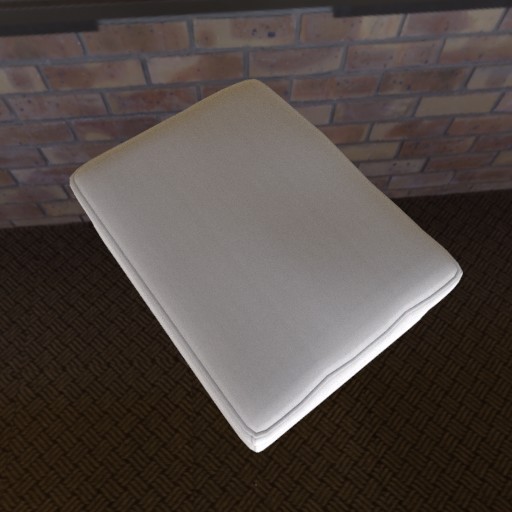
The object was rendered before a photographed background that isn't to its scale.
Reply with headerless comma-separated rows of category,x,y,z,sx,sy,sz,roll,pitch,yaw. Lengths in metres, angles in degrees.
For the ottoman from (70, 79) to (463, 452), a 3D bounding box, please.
ottoman,0.000,0.000,1.243,0.634,0.496,0.818,-34,68,-16
